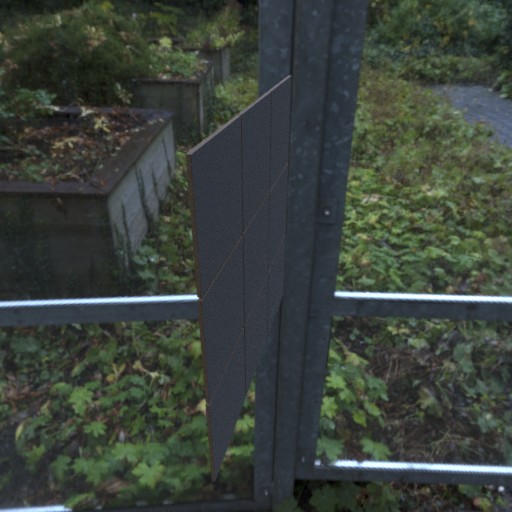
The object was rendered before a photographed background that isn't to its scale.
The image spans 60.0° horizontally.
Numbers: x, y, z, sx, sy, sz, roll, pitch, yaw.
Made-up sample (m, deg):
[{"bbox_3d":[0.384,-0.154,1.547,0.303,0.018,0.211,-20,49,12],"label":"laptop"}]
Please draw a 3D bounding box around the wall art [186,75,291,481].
[{"bbox_3d":[0.000,0.000,1.816,0.013,1.216,1.216,8,31,13],"label":"wall art"}]
